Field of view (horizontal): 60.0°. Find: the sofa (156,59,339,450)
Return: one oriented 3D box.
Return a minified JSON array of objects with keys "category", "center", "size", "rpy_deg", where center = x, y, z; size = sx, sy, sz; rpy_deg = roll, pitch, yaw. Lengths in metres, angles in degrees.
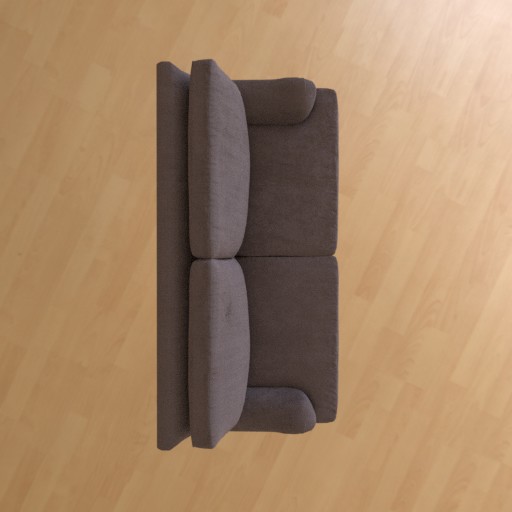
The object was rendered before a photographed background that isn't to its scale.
[{"category":"sofa","center":[0.000,0.000,2.818],"size":[1.086,1.087,2.165],"rpy_deg":[0,90,-1]}]
